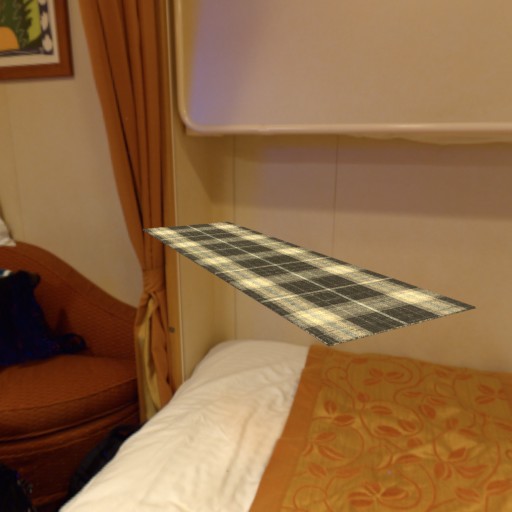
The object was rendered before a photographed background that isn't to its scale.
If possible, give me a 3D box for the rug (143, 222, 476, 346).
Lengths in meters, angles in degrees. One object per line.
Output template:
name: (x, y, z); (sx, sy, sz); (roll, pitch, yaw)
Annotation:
rug: (0.000, 0.000, 2.691); (0.760, 0.012, 2.434); (-7, 16, -27)
